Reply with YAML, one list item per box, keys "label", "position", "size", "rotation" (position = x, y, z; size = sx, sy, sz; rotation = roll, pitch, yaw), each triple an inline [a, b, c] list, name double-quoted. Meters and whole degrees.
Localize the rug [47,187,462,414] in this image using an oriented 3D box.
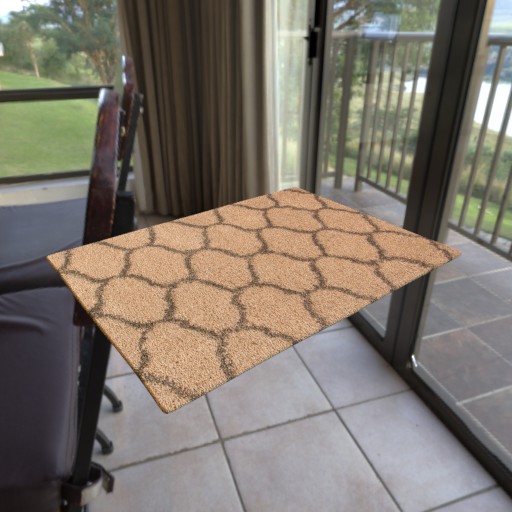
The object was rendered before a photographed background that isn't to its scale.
- label: "rug"
  position: [0.000, 0.000, 2.122]
  size: [1.600, 0.025, 1.200]
  rotation: [-20, 34, -33]
